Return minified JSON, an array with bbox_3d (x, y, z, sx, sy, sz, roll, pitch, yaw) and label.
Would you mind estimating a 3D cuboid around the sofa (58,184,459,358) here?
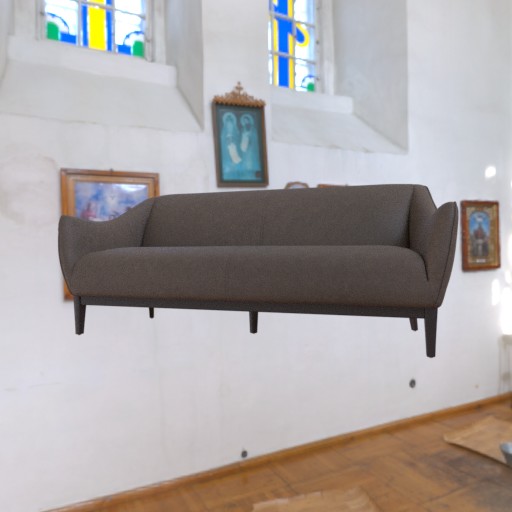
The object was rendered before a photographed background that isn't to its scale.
[{"bbox_3d":[0.000,0.000,2.405,1.928,0.831,0.869,0,0,18],"label":"sofa"}]
